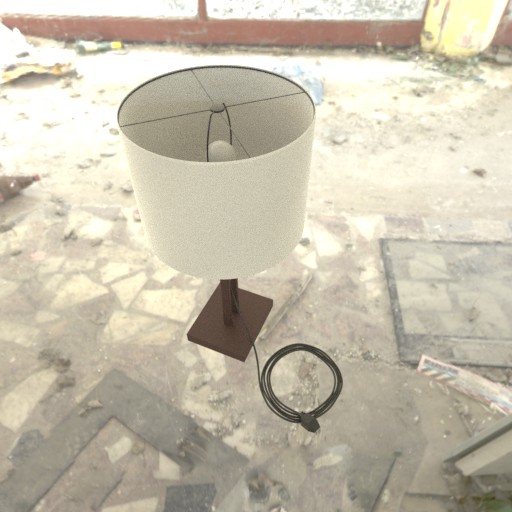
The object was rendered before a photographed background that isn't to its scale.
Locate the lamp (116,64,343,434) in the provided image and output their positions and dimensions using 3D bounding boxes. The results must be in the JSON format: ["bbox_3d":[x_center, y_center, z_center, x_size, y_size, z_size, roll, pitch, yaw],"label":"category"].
[{"bbox_3d":[0.000,0.000,1.000,0.525,0.668,0.396,17,49,16],"label":"lamp"}]
